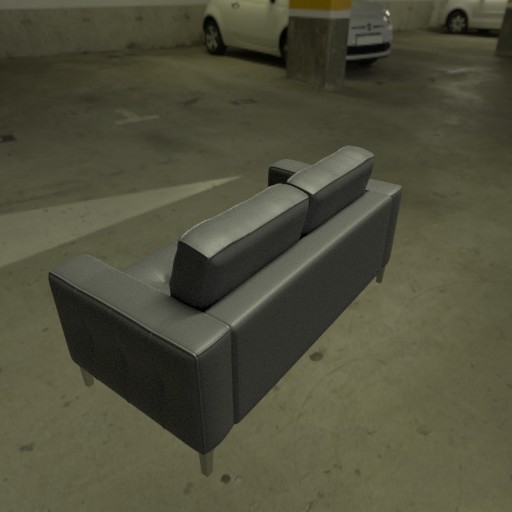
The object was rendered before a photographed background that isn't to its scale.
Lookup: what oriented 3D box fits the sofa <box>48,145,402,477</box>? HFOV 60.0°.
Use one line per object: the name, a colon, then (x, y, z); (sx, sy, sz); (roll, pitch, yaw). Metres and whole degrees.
sofa: (0.000, 0.000, 2.211); (0.833, 0.892, 1.726); (21, 37, 31)
